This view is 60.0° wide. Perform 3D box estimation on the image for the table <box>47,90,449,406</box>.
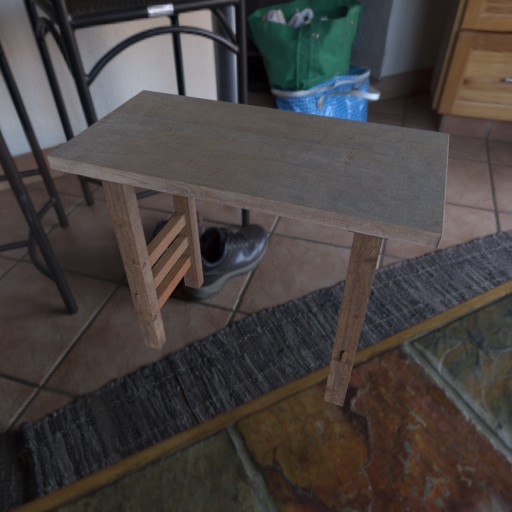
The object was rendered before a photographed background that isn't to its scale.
[{"bbox_3d":[0.000,0.000,1.666,1.119,0.914,0.556,13,43,15],"label":"table"}]
